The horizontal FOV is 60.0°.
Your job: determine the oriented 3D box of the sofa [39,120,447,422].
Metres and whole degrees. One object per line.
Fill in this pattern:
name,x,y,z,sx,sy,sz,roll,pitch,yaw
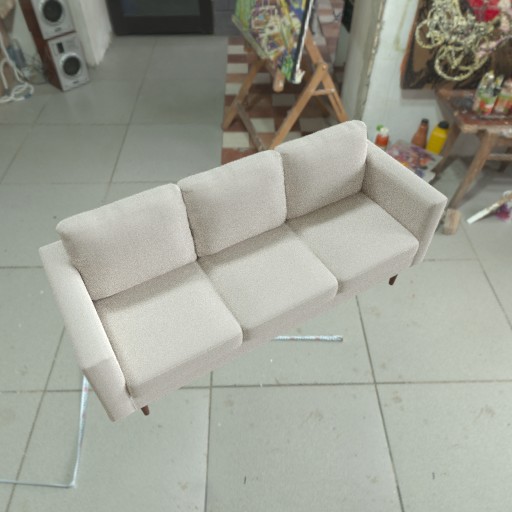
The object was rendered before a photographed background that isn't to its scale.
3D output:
sofa,0.000,0.000,2.466,2.029,0.912,0.802,-24,52,-20
